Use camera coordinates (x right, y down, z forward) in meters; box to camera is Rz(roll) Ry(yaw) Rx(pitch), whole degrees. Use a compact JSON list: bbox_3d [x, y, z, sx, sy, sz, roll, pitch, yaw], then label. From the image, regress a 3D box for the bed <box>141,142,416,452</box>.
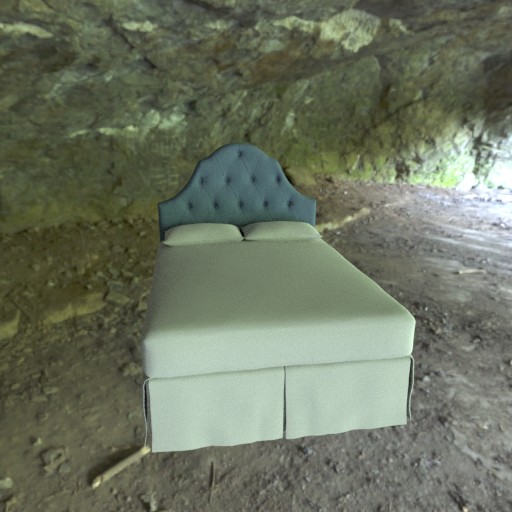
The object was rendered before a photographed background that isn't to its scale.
[{"bbox_3d":[0.000,0.000,3.342,1.636,1.575,2.155,-3,17,-9],"label":"bed"}]
